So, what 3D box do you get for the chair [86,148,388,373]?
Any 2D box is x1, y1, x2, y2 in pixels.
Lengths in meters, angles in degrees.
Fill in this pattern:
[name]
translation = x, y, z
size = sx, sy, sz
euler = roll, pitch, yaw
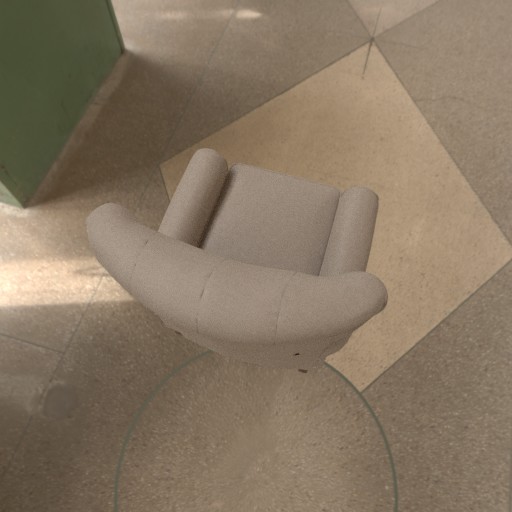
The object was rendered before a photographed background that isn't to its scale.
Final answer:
[chair]
translation = 0.000, 0.000, 1.949
size = 0.999, 1.138, 1.041
euler = 16, 64, 8
